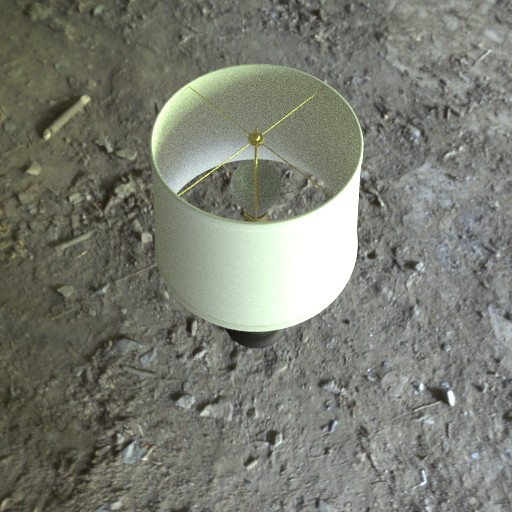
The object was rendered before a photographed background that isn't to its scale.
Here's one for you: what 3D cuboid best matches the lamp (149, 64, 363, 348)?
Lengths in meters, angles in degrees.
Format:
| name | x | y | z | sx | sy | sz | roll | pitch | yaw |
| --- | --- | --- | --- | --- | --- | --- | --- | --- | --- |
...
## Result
| name | x | y | z | sx | sy | sz | roll | pitch | yaw |
| --- | --- | --- | --- | --- | --- | --- | --- | --- | --- |
| lamp | 0.000 | 0.000 | 0.802 | 0.335 | 0.611 | 0.335 | 0 | 62 | 0 |
